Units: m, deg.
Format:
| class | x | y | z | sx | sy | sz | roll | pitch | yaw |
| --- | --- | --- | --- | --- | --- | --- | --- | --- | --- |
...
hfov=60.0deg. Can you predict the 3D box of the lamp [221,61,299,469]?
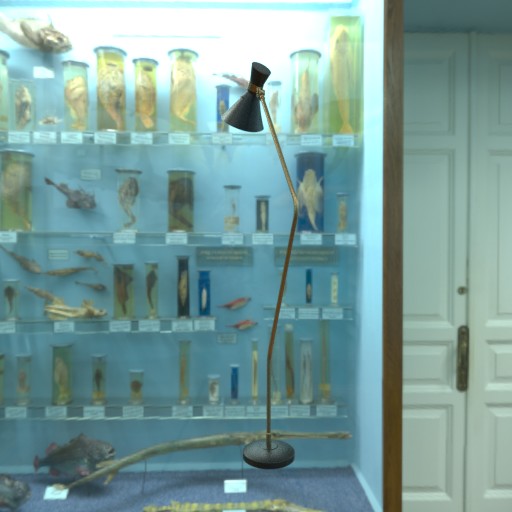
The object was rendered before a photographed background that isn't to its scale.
| class | x | y | z | sx | sy | sz | roll | pitch | yaw |
| --- | --- | --- | --- | --- | --- | --- | --- | --- | --- |
| lamp | 0.000 | 0.000 | 1.609 | 0.277 | 1.438 | 0.467 | 0 | 1 | 0 |
